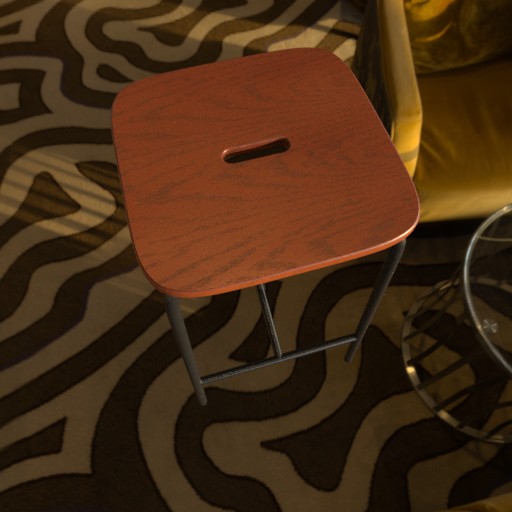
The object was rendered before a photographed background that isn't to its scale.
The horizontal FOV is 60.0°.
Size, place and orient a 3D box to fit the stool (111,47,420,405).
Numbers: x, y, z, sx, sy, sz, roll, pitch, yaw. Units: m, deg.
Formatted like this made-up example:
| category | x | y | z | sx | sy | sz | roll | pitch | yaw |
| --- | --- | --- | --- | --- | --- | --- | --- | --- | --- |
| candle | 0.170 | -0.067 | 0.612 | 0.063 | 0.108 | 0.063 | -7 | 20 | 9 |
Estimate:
| category | x | y | z | sx | sy | sz | roll | pitch | yaw |
| --- | --- | --- | --- | --- | --- | --- | --- | --- | --- |
| stool | 0.000 | 0.000 | 0.853 | 0.376 | 0.610 | 0.376 | -14 | 64 | -7 |
